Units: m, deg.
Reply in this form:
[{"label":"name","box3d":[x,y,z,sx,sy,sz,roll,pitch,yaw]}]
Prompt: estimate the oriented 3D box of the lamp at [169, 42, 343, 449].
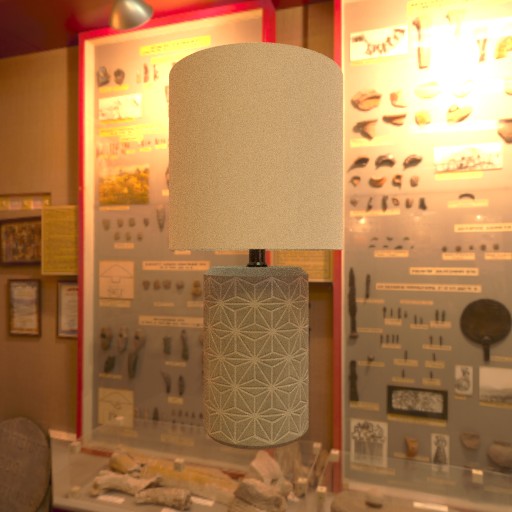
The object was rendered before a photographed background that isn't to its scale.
[{"label":"lamp","box3d":[0.000,0.000,0.534,0.206,0.416,0.206,0,0,20]}]
